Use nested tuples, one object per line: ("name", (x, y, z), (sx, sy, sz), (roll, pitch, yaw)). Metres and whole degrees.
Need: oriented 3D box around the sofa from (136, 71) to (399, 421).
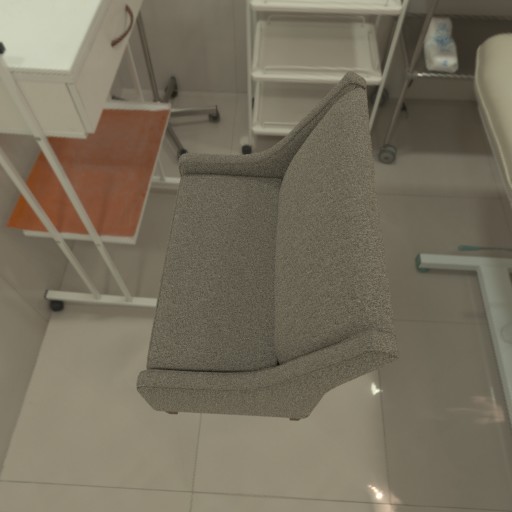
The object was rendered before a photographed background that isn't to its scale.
("sofa", (0.000, 0.000, 1.955), (0.862, 1.026, 1.242), (2, 59, 2))
